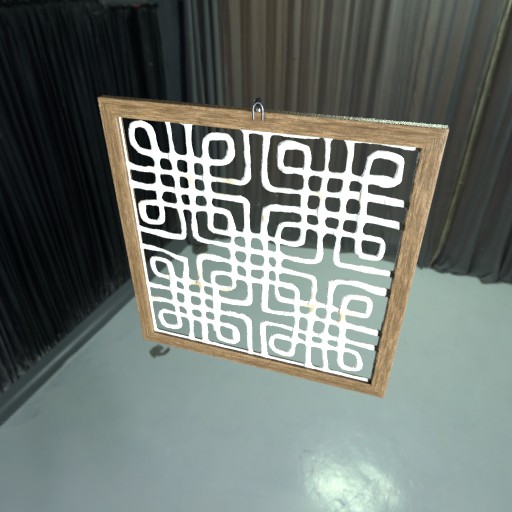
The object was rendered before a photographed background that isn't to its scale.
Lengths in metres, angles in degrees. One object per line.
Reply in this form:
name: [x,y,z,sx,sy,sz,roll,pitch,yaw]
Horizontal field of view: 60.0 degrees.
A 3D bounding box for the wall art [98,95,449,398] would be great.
wall art: [0.000,0.000,0.834,0.561,0.582,0.021,10,35,15]
